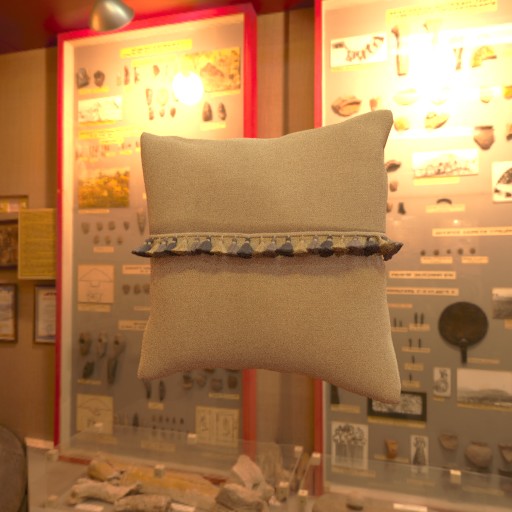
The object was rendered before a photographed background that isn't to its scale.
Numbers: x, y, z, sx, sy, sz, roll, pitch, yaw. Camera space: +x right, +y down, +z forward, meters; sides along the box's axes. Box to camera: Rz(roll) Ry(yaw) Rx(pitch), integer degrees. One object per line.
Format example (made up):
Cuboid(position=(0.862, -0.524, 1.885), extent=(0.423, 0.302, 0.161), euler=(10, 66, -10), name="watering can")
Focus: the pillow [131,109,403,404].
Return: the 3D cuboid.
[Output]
Cuboid(position=(0.000, 0.000, 0.773), extent=(0.489, 0.481, 0.165), euler=(0, 0, 17), name="pillow")
